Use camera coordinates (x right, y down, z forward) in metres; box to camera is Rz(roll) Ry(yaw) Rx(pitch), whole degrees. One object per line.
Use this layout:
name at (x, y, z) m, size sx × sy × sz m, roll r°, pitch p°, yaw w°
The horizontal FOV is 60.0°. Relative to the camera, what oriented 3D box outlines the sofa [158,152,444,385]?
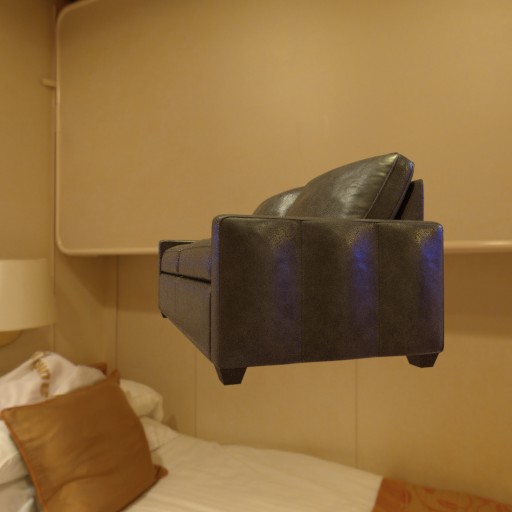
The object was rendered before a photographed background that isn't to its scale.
sofa at (0.000, 0.000, 2.605) m, size 0.939 × 0.916 × 2.081 m, roll 0°, pitch -1°, yaw -18°
